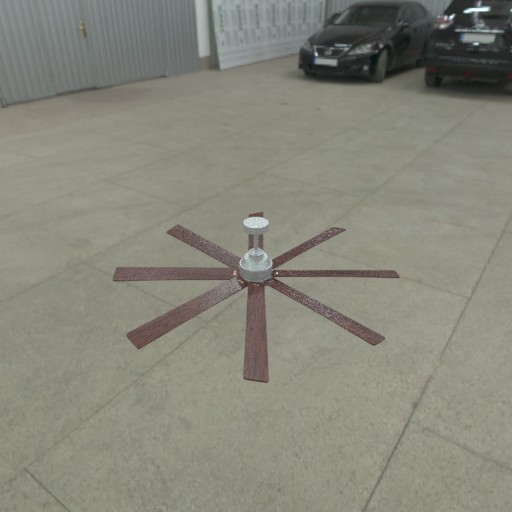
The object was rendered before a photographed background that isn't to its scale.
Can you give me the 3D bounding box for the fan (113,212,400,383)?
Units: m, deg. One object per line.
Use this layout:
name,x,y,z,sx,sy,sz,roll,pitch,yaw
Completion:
fan,0.000,0.000,2.794,1.830,0.472,1.830,0,31,0
